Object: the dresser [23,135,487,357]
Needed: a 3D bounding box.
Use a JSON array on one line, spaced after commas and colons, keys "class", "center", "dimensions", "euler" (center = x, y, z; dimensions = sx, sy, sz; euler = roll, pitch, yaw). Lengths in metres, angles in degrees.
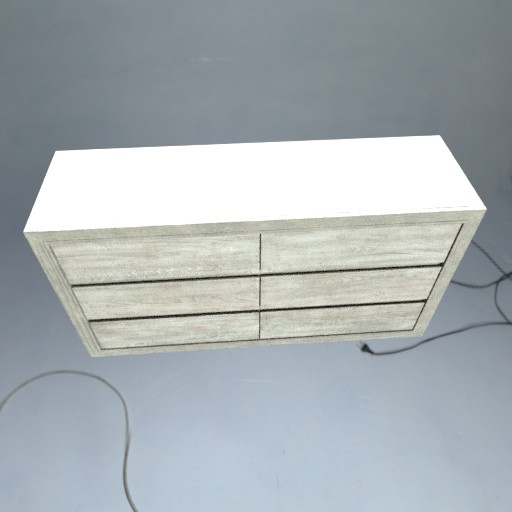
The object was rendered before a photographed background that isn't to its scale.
[{"class": "dresser", "center": [0.000, 0.000, 2.039], "dimensions": [1.628, 0.889, 0.483], "euler": [-3, 48, -3]}]
